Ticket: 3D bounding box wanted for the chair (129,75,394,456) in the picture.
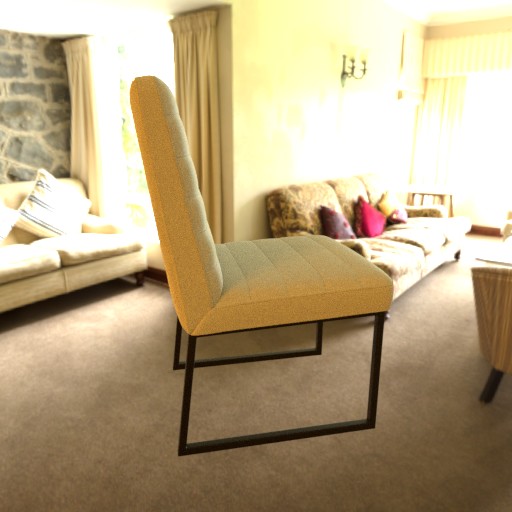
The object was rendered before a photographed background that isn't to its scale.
[{"bbox_3d":[0.000,0.000,1.297,0.634,0.930,0.520,-3,16,-11],"label":"chair"}]
